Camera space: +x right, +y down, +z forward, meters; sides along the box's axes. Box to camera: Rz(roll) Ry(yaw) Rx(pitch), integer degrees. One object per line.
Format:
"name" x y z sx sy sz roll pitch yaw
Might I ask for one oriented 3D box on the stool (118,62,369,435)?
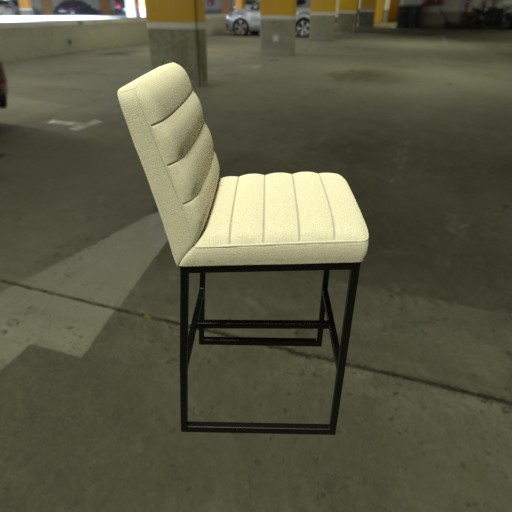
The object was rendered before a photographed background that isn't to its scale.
"stool" 0.000 0.000 1.334 0.560 1.040 0.460 1 29 1
